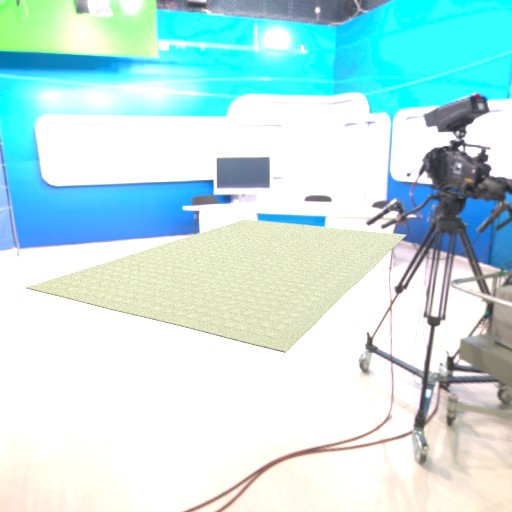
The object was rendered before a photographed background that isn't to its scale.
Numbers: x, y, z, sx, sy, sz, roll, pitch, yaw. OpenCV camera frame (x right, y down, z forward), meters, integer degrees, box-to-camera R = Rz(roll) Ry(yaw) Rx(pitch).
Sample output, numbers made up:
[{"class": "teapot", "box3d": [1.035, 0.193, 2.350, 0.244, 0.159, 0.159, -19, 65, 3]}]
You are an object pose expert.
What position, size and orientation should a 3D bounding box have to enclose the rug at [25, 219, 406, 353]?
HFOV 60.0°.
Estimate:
[{"class": "rug", "box3d": [0.000, 0.000, 2.234, 1.143, 0.006, 1.747, 8, 17, 27]}]
